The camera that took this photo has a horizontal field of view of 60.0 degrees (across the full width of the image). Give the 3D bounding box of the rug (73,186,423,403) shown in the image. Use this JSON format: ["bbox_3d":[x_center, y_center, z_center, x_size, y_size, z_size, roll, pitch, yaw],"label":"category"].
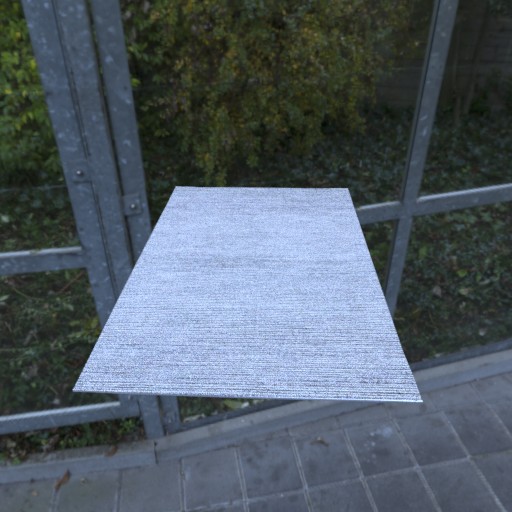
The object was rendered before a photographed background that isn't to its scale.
[{"bbox_3d":[0.000,0.000,2.217,1.159,0.021,1.789,1,31,2],"label":"rug"}]
